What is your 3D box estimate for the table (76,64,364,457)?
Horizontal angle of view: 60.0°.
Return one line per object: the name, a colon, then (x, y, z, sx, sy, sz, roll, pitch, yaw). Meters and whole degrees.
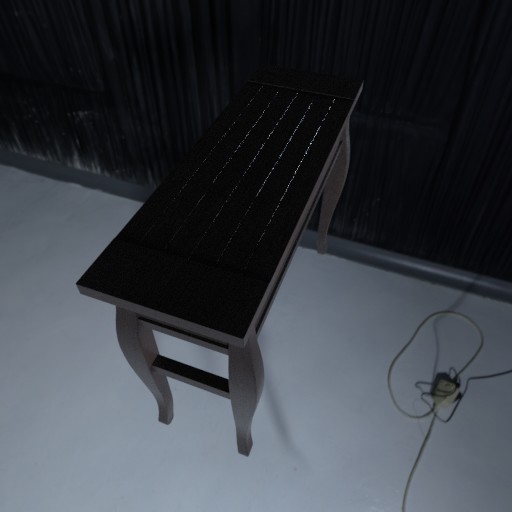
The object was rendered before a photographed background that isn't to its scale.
table: (0.000, 0.000, 1.446, 0.373, 0.768, 1.062, 16, 49, 14)
